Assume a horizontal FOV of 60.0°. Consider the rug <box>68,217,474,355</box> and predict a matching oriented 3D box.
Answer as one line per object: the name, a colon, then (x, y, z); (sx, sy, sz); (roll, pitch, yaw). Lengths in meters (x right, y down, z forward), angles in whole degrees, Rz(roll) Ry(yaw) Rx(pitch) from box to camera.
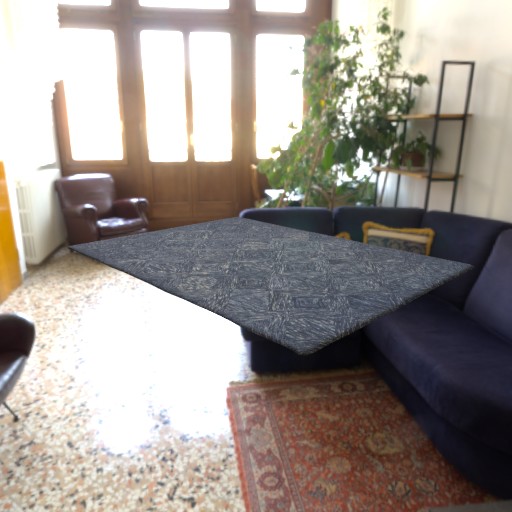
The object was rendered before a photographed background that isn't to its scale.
rug: (0.000, 0.000, 4.301); (2.385, 0.024, 3.245); (-15, 22, -42)
